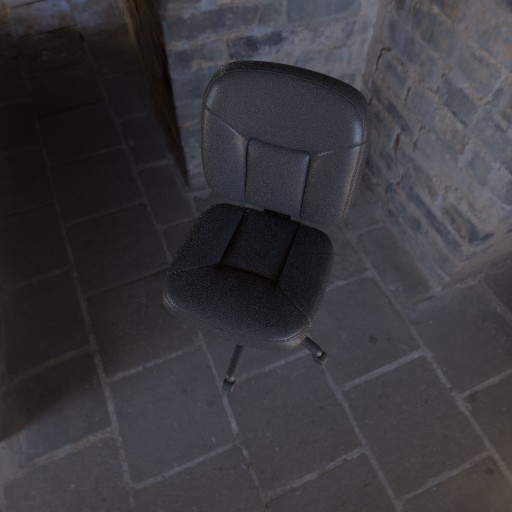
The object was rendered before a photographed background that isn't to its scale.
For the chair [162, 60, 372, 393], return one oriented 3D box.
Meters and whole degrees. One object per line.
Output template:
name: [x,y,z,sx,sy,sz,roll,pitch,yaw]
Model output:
chair: [0.000,0.000,1.404,0.647,0.959,0.646,17,60,10]
